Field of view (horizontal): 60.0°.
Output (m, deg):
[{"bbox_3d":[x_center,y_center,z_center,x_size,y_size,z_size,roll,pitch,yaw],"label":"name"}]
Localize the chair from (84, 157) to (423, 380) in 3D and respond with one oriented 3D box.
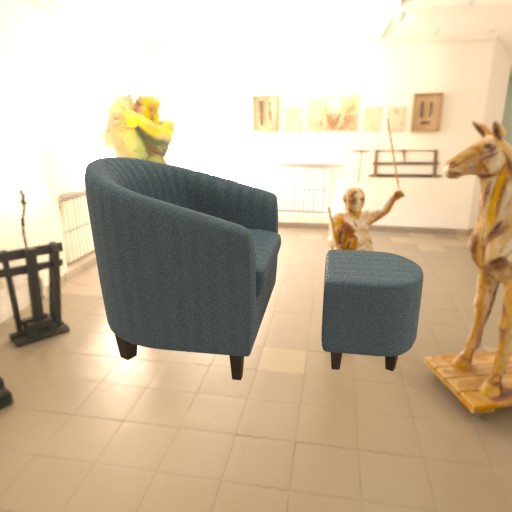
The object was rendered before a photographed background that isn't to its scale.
[{"bbox_3d":[0.000,0.000,1.782,1.288,0.757,0.756,3,18,9],"label":"chair"}]
